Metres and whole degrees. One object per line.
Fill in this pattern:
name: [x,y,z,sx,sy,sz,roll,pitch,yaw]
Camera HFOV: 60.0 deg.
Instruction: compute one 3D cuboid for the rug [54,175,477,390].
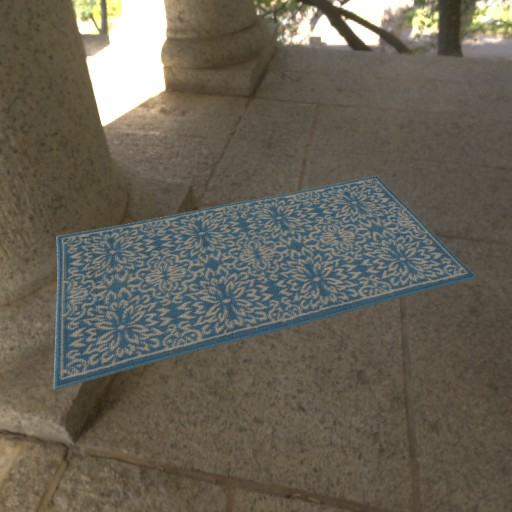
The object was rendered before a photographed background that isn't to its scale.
rug: [0.000,0.000,1.415,1.219,0.007,0.604,-12,44,-13]
